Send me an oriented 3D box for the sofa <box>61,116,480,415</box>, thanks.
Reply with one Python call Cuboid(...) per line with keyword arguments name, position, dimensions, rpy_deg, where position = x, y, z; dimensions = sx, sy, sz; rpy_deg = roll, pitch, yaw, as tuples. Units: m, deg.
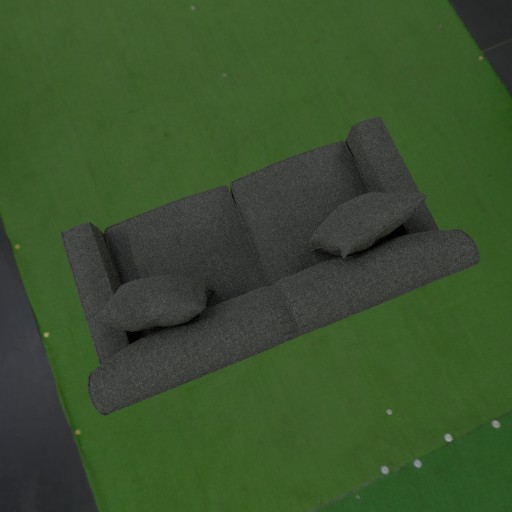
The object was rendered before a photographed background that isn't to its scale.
Cuboid(name="sofa", position=(0.000, 0.000, 2.429), dimensions=(1.846, 0.958, 0.998), rpy_deg=(-21, 77, -5))
